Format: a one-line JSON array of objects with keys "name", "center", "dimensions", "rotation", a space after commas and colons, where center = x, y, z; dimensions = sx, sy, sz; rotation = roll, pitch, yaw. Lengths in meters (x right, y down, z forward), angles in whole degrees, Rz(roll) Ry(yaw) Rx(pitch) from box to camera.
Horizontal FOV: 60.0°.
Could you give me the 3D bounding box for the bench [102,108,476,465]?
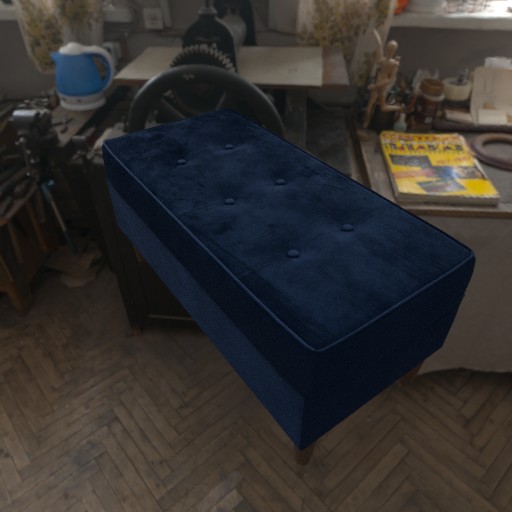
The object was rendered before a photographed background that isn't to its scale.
[{"name": "bench", "center": [0.000, 0.000, 1.291], "dimensions": [0.489, 0.467, 1.010], "rotation": [-25, 46, -26]}]
